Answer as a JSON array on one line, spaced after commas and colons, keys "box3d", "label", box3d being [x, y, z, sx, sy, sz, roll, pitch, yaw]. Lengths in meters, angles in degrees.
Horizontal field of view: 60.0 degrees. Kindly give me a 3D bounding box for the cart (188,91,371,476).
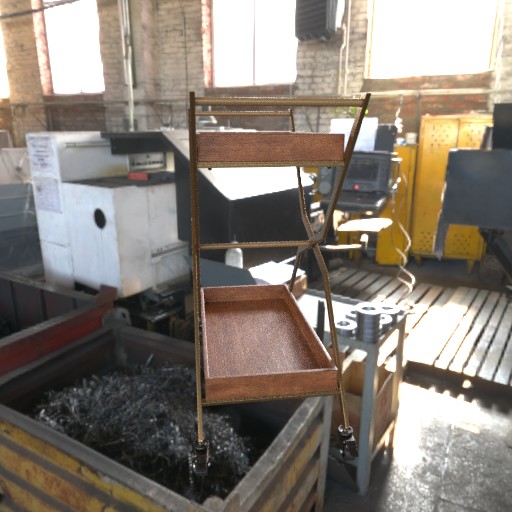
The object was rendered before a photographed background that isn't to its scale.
[{"box3d": [0.000, 0.000, 1.329, 0.405, 0.869, 0.836, -2, 16, -8], "label": "cart"}]
